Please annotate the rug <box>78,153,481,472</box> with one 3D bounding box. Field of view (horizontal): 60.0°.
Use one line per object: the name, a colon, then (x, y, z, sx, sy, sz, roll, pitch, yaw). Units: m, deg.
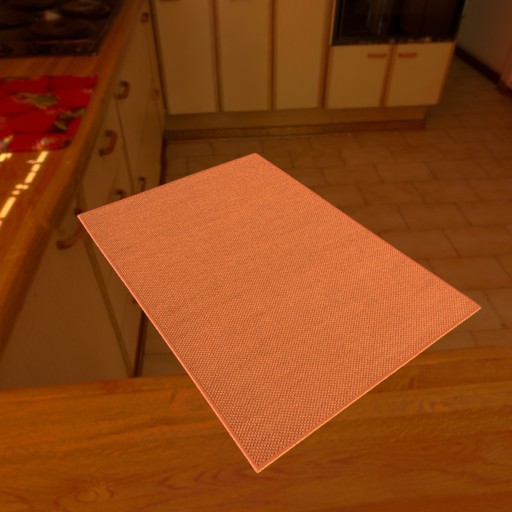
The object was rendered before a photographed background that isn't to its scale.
rug: (0.000, 0.000, 2.746, 1.524, 0.013, 2.134, -25, 47, -26)
